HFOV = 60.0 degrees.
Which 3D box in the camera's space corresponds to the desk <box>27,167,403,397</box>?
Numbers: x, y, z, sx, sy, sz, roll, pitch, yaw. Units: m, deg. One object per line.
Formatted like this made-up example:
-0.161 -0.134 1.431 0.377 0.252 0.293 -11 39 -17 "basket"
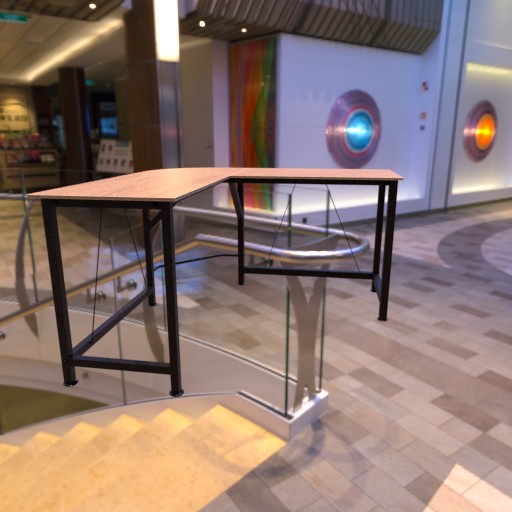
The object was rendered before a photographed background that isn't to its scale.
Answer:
0.000 0.000 2.209 1.400 0.762 1.400 2 15 9 "desk"
